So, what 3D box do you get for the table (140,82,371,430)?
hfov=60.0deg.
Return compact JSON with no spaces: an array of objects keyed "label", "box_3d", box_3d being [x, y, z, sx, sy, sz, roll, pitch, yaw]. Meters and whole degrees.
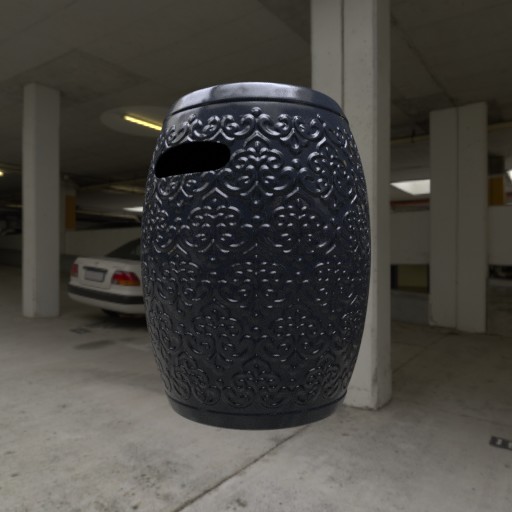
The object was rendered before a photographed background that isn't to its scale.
[{"label":"table","box_3d":[0.000,0.000,0.614,0.309,0.397,0.309,0,0,0]}]
